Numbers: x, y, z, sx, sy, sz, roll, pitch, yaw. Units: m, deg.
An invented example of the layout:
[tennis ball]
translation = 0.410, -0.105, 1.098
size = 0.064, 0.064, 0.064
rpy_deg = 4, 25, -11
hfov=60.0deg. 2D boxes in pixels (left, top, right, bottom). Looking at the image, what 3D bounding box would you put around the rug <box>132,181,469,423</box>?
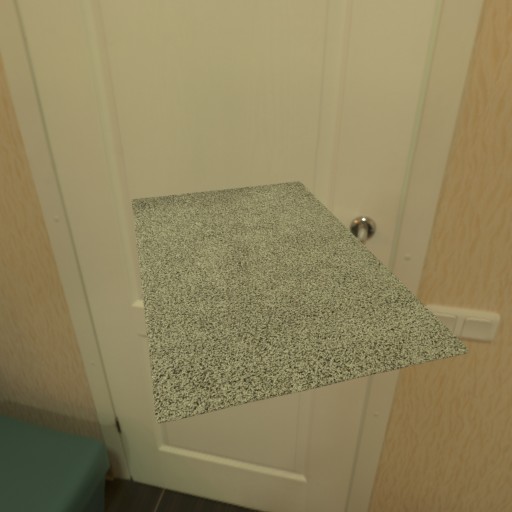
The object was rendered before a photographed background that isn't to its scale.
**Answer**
[rug]
translation = 0.000, 0.000, 3.465
size = 1.778, 0.030, 2.743
rpy_deg = -8, 32, -14
